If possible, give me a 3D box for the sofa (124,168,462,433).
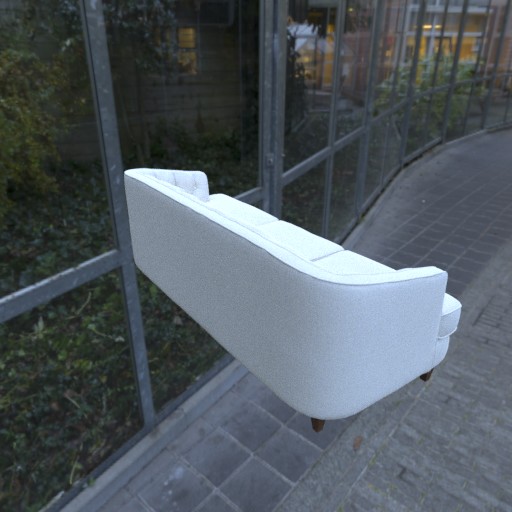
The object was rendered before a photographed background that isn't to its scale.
[{"bbox_3d":[0.000,0.000,2.781,0.941,0.855,2.278,-17,30,-32],"label":"sofa"}]
